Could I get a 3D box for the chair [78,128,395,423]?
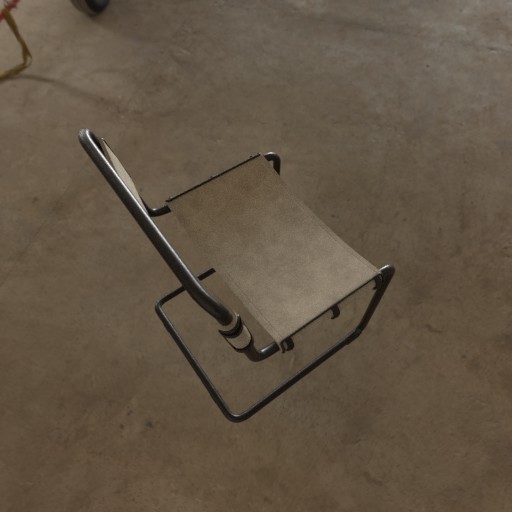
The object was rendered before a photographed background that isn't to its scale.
[{"bbox_3d":[0.000,0.000,1.088,0.497,0.747,0.499,-32,63,-18],"label":"chair"}]
